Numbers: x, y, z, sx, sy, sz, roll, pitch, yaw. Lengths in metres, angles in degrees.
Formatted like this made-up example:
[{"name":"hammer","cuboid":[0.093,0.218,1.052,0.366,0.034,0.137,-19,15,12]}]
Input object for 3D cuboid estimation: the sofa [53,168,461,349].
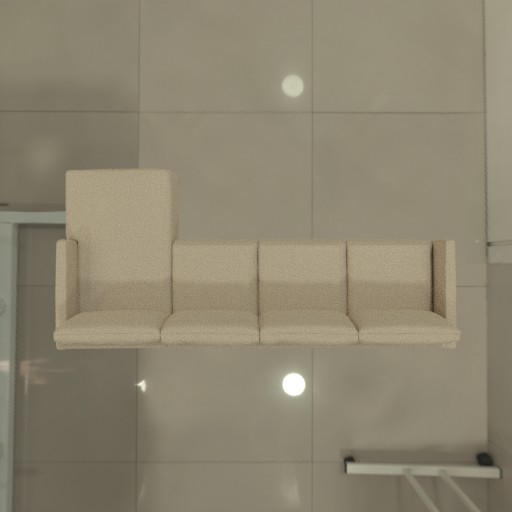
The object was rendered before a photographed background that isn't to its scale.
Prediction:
[{"name":"sofa","cuboid":[0.000,0.000,3.148,2.731,0.755,1.258,0,89,0]}]
